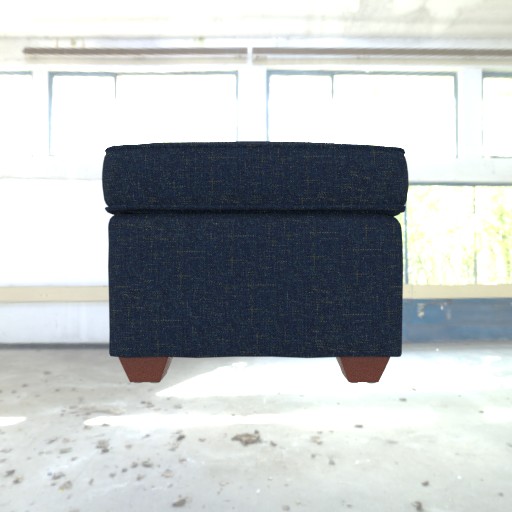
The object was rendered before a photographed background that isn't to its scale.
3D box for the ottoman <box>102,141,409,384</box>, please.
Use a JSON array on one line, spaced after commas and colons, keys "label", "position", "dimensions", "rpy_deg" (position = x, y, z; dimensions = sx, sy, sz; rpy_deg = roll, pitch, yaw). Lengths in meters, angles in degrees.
[{"label": "ottoman", "position": [0.000, 0.000, 1.106], "dimensions": [0.549, 0.450, 0.749], "rpy_deg": [0, 0, 0]}]
